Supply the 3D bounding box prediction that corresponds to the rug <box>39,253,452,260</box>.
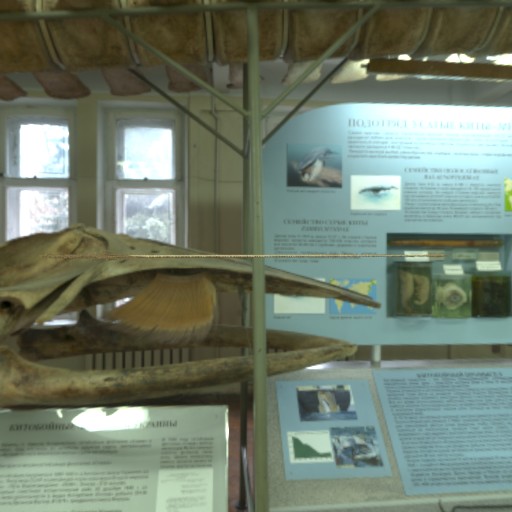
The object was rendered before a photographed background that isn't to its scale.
[{"bbox_3d":[0.000,0.000,2.553,2.085,0.027,1.224,0,0,-36],"label":"rug"}]
